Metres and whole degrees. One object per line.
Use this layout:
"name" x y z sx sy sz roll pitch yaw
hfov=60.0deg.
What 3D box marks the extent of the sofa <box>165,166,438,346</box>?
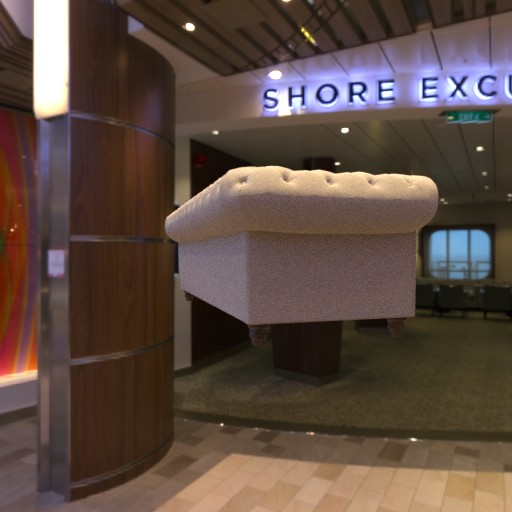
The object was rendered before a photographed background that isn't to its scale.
"sofa" 0.000 0.000 3.212 1.076 0.847 2.694 0 0 -17
